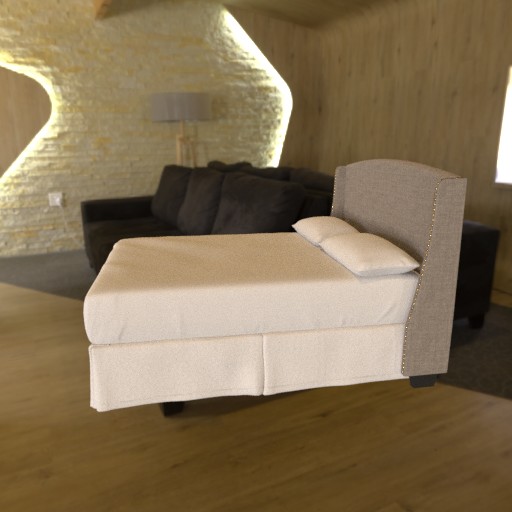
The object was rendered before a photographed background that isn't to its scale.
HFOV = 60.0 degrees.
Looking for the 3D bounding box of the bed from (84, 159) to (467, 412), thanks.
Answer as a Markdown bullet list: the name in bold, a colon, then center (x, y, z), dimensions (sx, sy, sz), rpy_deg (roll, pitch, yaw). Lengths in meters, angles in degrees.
- **bed**: center (0.000, 0.000, 3.324), dimensions (2.237, 1.407, 1.710), rpy_deg (-2, 14, -10)
